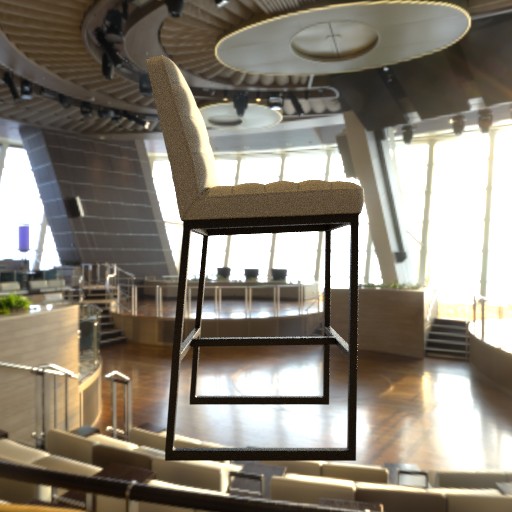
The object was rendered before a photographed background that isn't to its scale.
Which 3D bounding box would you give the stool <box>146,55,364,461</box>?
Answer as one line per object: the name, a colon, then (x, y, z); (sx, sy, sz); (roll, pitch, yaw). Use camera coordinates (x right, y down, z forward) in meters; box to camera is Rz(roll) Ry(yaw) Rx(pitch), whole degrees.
stool: (0.000, 0.000, 1.342); (0.560, 1.040, 0.460); (0, 0, 0)
